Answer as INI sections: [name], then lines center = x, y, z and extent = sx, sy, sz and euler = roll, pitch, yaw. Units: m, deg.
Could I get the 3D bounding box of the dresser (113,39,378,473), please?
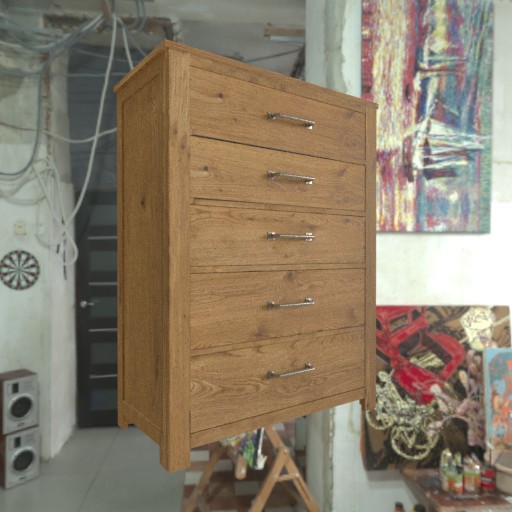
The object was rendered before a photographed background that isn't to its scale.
[dresser]
center = 0.000, 0.000, 1.961
extent = 1.081, 1.431, 0.558
euler = 0, 1, -36
